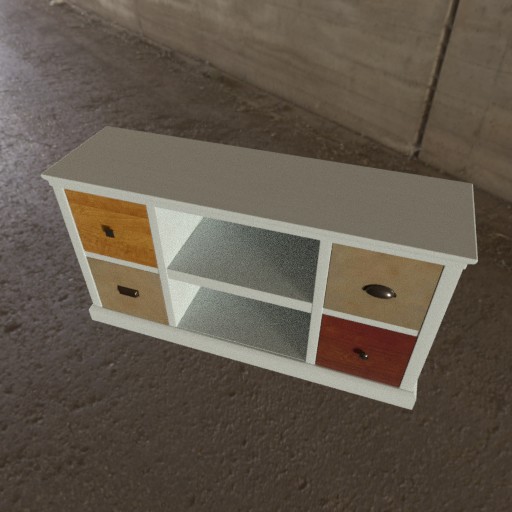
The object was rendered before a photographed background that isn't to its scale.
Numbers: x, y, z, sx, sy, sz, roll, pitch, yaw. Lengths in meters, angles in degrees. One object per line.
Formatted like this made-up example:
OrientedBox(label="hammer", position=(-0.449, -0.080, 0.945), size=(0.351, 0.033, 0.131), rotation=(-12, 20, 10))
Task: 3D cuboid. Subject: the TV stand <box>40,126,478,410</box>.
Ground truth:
OrientedBox(label="TV stand", position=(0.000, 0.000, 1.486), size=(1.187, 0.624, 0.424), rotation=(12, 42, 14))
